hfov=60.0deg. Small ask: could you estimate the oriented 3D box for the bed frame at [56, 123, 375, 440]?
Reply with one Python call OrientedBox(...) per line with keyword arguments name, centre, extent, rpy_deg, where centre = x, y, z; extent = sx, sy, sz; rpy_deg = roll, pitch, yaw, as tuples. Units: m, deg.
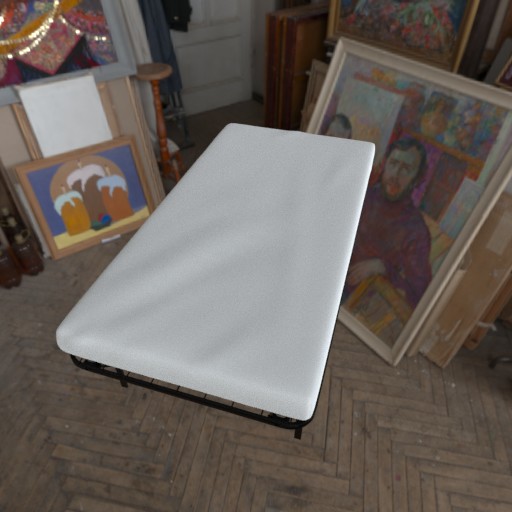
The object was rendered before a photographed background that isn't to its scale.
OrientedBox(name="bed frame", centre=(0.000, 0.000, 2.361), extent=(0.989, 0.619, 1.903), rpy_deg=(12, 42, 13))
